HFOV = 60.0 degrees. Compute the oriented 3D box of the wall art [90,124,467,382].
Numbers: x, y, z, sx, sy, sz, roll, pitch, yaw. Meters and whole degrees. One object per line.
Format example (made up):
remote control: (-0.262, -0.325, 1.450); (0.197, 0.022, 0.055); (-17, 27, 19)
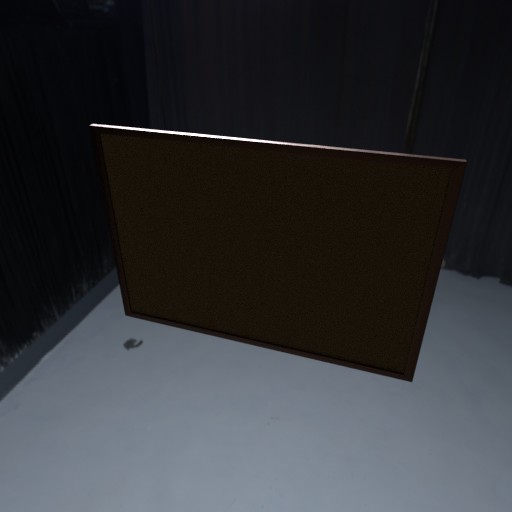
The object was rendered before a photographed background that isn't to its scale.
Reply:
wall art: (0.000, 0.000, 1.067); (0.816, 0.559, 0.014); (10, 32, 16)
